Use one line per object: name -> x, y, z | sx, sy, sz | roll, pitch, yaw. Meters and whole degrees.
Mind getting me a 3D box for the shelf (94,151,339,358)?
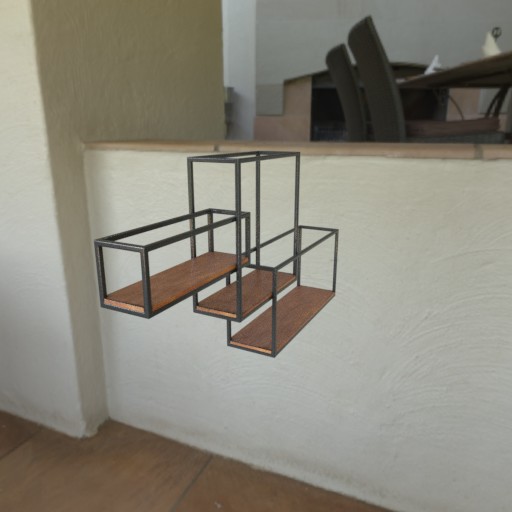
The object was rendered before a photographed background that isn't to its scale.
shelf -> 0.000, 0.000, 2.154 | 0.275, 0.972, 1.781 | 8, 18, 27
